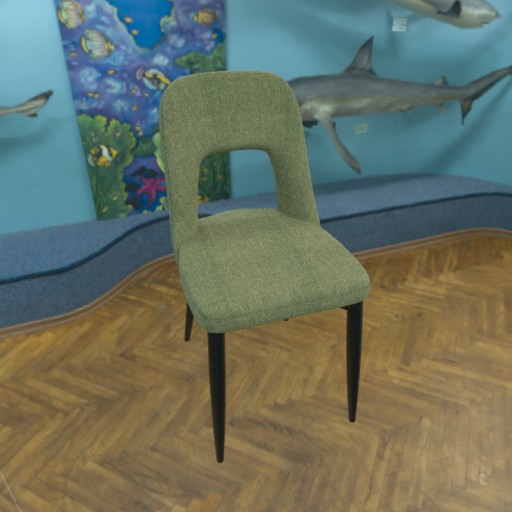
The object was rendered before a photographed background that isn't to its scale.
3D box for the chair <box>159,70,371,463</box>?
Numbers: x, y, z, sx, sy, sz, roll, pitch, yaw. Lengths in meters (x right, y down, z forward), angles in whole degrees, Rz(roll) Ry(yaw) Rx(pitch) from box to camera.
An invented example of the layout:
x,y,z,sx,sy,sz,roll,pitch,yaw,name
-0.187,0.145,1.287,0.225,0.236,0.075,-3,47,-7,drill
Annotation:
x,y,z,sx,sy,sz,roll,pitch,yaw,name
0.000,0.000,1.297,0.470,0.931,0.612,-10,33,-16,chair
